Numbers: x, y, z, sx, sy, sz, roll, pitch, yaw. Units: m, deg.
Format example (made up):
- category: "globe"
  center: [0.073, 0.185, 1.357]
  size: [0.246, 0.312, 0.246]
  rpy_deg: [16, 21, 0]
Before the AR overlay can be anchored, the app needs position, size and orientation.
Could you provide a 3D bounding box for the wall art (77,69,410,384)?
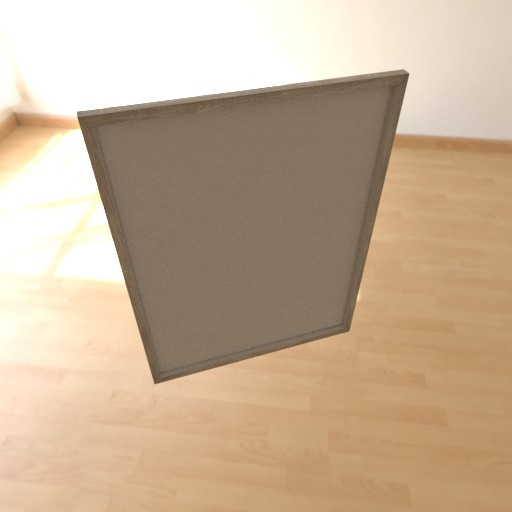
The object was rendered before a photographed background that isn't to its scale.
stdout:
- category: "wall art"
  center: [0.000, 0.000, 1.353]
  size: [0.781, 1.022, 0.035]
  rpy_deg: [-13, 44, -13]
